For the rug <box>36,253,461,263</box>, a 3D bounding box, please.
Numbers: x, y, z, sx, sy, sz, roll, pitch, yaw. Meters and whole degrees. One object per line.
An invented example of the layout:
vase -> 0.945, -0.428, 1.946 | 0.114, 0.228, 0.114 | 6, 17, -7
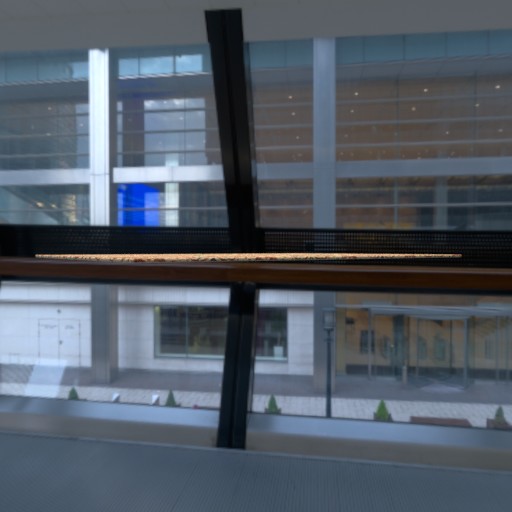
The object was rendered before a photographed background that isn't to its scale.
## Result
rug -> 0.000, 0.000, 2.289 | 1.838, 0.013, 1.226 | -1, 1, -38
